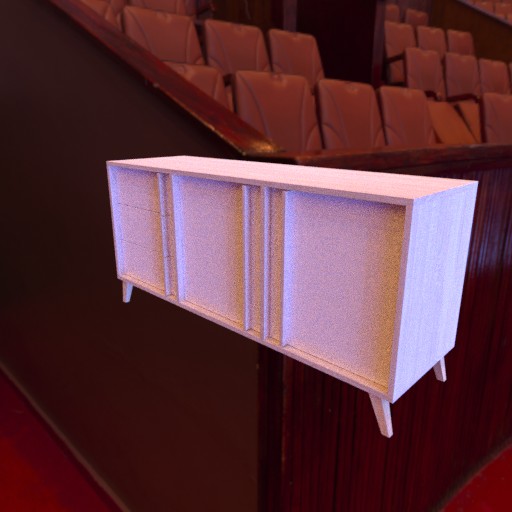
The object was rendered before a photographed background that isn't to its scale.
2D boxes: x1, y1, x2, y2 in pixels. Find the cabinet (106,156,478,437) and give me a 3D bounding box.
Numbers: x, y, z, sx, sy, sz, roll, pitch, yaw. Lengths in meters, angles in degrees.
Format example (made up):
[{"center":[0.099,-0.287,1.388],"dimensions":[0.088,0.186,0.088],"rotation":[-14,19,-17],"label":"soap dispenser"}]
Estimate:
[{"center":[0.000,0.000,2.020],"dimensions":[1.649,0.780,0.500],"rotation":[16,23,41],"label":"cabinet"}]
